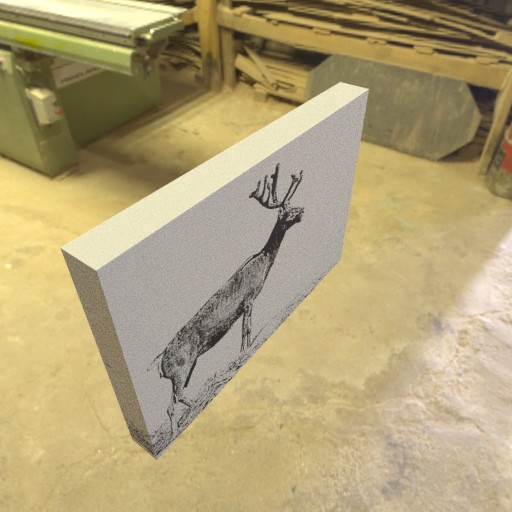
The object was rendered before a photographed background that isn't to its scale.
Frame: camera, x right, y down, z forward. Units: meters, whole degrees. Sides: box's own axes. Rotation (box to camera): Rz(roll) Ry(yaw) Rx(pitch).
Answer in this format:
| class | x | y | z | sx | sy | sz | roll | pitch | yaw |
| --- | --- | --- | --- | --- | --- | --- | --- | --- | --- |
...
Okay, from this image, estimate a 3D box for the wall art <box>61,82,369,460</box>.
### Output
| class | x | y | z | sx | sy | sz | roll | pitch | yaw |
| --- | --- | --- | --- | --- | --- | --- | --- | --- | --- |
| wall art | 0.000 | 0.000 | 0.483 | 0.038 | 0.259 | 0.381 | 26 | 47 | 27 |
